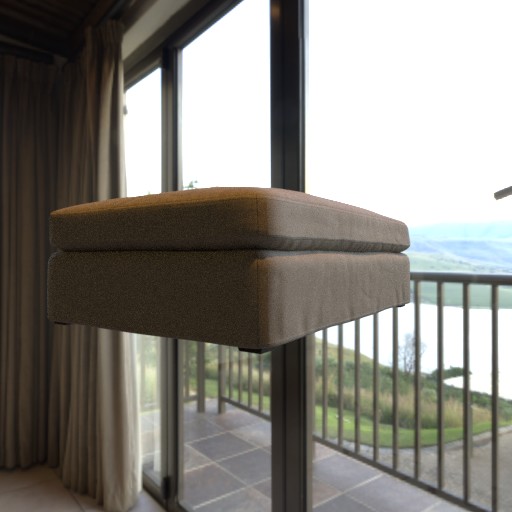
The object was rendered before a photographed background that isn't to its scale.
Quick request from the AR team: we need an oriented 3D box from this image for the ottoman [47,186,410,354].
[{"bbox_3d":[0.000,0.000,1.645,0.840,0.429,1.199,0,0,34],"label":"ottoman"}]
